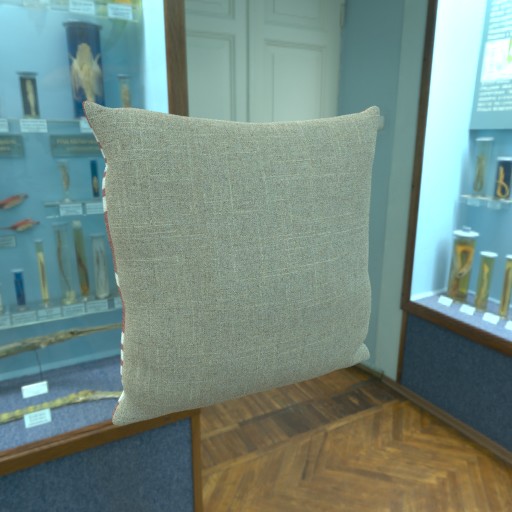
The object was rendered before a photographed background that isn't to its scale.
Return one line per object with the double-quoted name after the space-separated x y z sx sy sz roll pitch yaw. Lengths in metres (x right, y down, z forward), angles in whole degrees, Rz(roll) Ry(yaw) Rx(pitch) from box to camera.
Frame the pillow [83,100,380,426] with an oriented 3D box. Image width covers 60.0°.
0.000 0.000 0.645 0.439 0.427 0.182 -7 16 -26 "pillow"
